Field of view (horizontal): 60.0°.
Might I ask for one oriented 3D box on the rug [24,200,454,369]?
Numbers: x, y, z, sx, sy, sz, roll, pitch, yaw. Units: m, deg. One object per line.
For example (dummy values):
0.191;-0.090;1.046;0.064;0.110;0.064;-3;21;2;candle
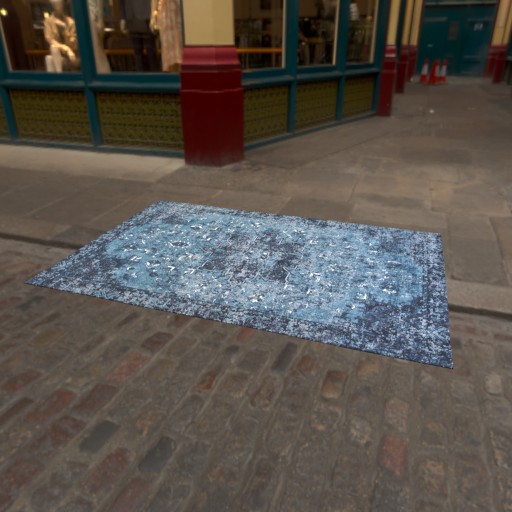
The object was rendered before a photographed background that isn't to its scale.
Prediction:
0.000;0.000;2.283;1.828;0.005;1.219;9;27;17;rug
